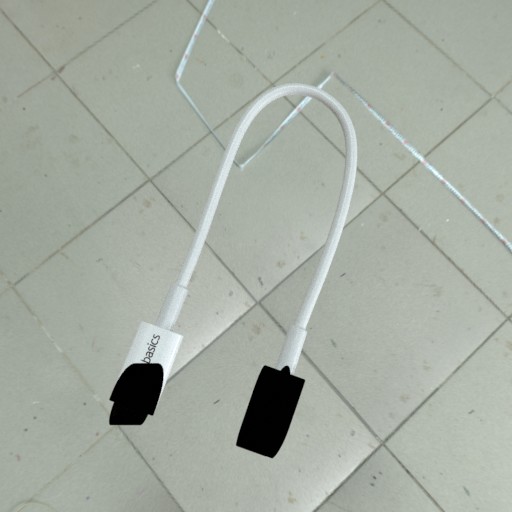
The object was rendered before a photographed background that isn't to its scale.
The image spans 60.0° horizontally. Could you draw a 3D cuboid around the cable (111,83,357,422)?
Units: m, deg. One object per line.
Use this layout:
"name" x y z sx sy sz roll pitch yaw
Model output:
"cable" 0.000 0.000 0.108 0.040 0.006 0.098 19 77 4
